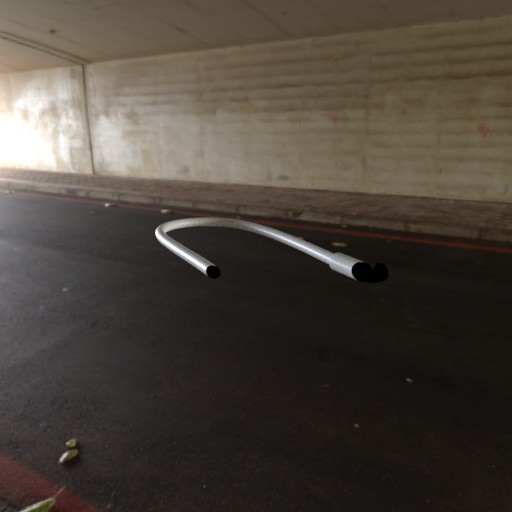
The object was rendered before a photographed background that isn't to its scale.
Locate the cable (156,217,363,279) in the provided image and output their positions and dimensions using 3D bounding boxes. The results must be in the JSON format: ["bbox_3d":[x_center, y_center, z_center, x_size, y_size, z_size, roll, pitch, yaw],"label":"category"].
[{"bbox_3d":[0.000,0.000,0.113,0.041,0.005,0.098,-8,18,-27],"label":"cable"}]
